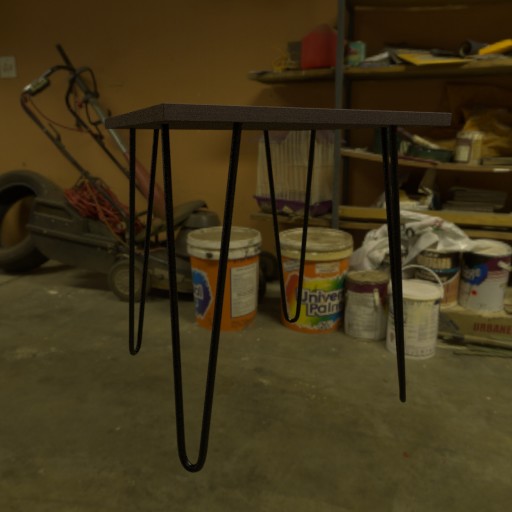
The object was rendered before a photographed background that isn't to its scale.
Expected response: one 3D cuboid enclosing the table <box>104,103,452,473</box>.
[{"bbox_3d":[0.000,0.000,0.930,0.495,0.559,0.495,-7,16,-25],"label":"table"}]
